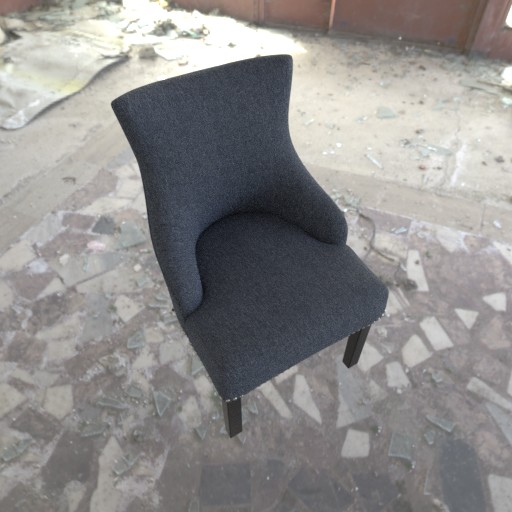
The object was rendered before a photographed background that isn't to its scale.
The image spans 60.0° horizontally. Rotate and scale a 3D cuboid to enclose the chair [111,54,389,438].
[{"bbox_3d":[0.000,0.000,1.312,0.566,0.909,0.629,-24,51,-20],"label":"chair"}]
